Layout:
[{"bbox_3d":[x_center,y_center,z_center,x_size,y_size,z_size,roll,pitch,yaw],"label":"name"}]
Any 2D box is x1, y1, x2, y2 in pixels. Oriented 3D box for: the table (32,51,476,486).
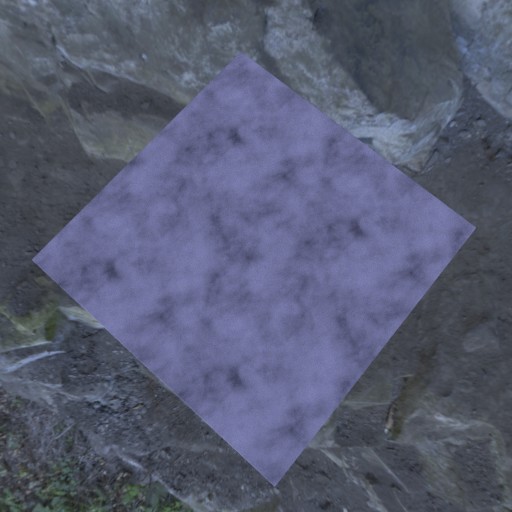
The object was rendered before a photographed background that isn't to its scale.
[{"bbox_3d":[0.000,0.000,1.399,0.890,0.305,0.890,40,80,9],"label":"table"}]
